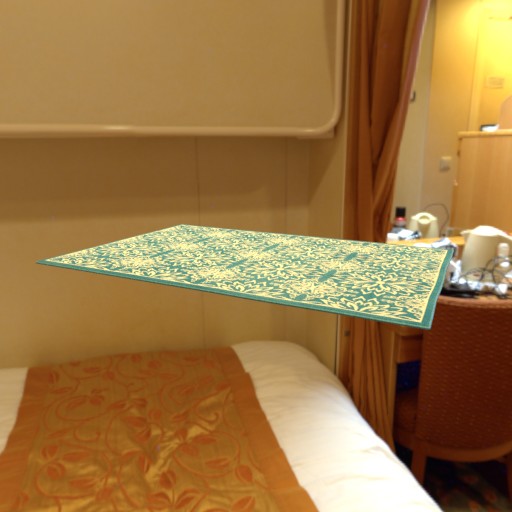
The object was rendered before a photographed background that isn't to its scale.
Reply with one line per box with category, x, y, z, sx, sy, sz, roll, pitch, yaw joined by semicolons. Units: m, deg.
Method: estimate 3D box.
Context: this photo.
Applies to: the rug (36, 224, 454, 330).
rug;0.000;0.000;3.498;2.769;0.018;1.830;7;16;26
